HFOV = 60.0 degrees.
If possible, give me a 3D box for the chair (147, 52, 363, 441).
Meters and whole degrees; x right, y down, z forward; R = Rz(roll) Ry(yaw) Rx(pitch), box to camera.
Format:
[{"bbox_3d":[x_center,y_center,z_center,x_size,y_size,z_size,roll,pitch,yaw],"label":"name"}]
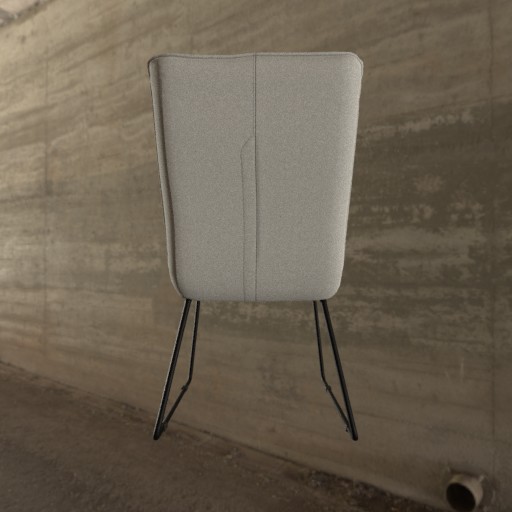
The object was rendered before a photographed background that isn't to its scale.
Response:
[{"bbox_3d":[0.000,0.000,1.324,0.515,0.930,0.688,0,-1,0],"label":"chair"}]
